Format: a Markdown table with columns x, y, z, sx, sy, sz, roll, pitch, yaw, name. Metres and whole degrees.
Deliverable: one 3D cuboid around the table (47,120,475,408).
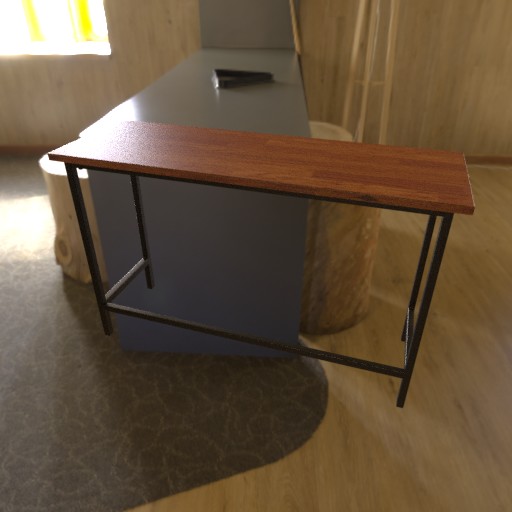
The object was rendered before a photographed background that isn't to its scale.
| x | y | z | sx | sy | sz | roll | pitch | yaw | name |
| --- | --- | --- | --- | --- | --- | --- | --- | --- | --- |
| 0.000 | 0.000 | 1.546 | 1.204 | 0.740 | 0.408 | 10 | 33 | 15 | table |
